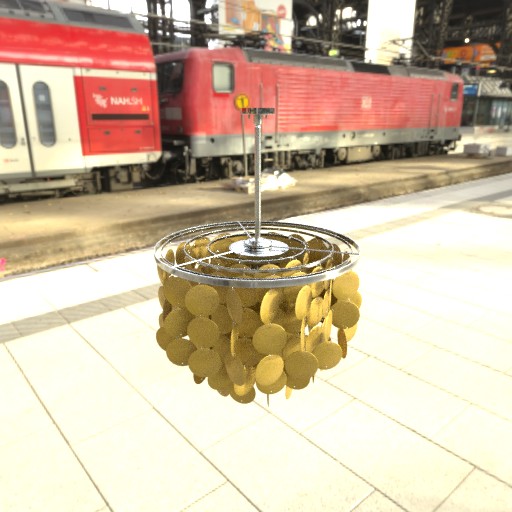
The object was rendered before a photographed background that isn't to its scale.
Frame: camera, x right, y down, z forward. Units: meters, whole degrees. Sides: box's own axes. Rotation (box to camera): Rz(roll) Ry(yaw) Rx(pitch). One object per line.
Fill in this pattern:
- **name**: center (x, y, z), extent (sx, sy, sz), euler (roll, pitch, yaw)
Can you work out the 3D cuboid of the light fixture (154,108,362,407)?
- **light fixture**: center (0.000, 0.000, 0.776), extent (0.368, 0.492, 0.368), euler (0, 18, 0)
